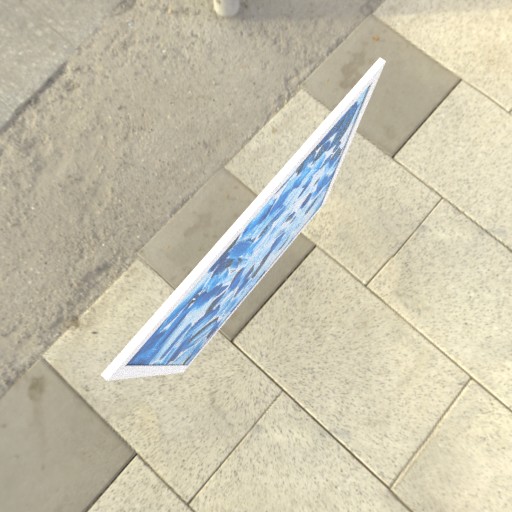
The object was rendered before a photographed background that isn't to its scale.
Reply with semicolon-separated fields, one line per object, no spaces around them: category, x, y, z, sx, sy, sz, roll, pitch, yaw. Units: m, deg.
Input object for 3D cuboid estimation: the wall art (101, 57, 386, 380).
wall art;0.000;0.000;1.223;0.015;0.812;0.812;39;79;9
